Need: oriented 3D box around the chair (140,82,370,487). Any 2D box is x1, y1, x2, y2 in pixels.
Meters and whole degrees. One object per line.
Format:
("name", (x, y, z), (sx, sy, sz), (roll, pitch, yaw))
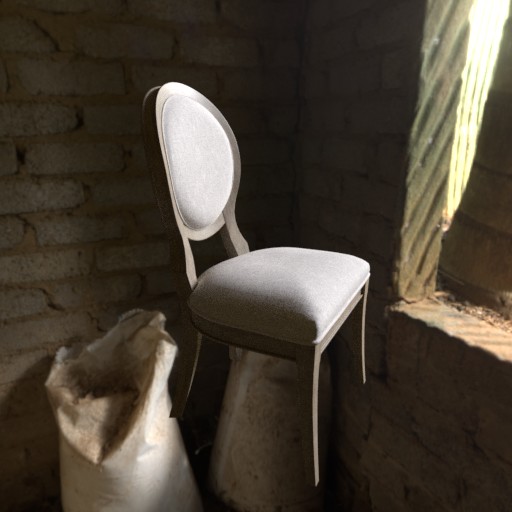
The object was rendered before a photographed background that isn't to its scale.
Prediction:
("chair", (0.000, 0.000, 1.328), (0.602, 0.990, 0.558), (8, 19, 25))
